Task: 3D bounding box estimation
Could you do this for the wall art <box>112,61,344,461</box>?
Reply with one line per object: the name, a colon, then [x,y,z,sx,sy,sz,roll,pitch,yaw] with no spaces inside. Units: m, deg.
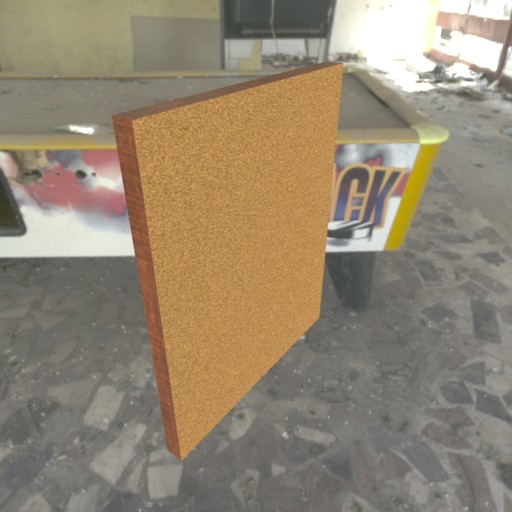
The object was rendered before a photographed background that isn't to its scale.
wall art: [0.000,0.000,0.766,0.033,0.567,0.467,21,37,30]
